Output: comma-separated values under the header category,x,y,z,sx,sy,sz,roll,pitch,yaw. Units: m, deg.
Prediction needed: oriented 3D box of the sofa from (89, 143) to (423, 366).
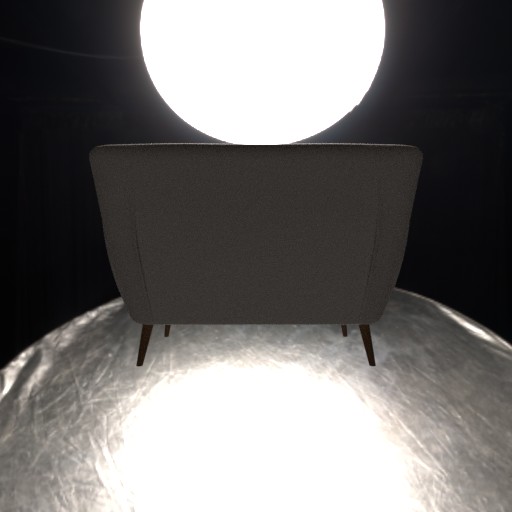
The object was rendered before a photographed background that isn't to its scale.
category,x,y,z,sx,sy,sz,roll,pitch,yaw
sofa,0.000,0.000,2.043,1.424,0.878,0.921,0,1,0
